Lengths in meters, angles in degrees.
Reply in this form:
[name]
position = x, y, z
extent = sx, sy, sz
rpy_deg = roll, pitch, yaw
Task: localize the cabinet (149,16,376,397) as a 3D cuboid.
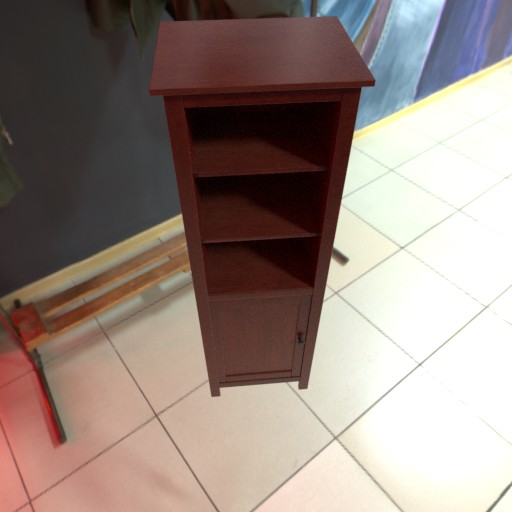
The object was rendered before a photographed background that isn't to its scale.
[cabinet]
position = 0.000, 0.000, 1.659
extent = 0.500, 1.518, 0.401
rpy_deg = -4, 47, -3
